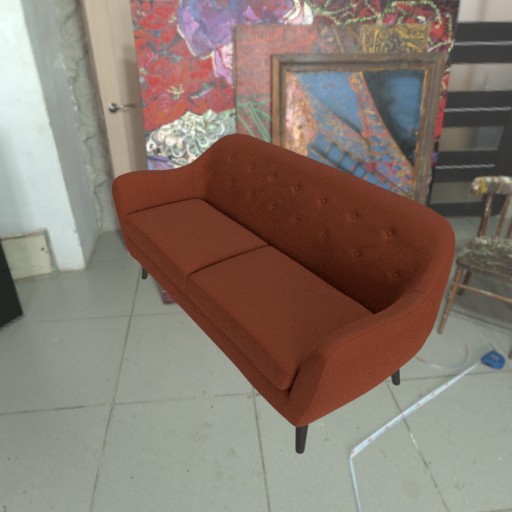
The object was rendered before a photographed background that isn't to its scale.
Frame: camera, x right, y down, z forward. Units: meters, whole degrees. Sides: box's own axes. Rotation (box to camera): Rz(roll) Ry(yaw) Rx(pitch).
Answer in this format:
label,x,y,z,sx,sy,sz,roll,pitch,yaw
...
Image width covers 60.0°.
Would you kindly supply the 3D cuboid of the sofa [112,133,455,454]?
label,x,y,z,sx,sy,sz,roll,pitch,yaw
sofa,0.000,0.000,2.240,0.820,0.836,1.840,-20,36,-30
